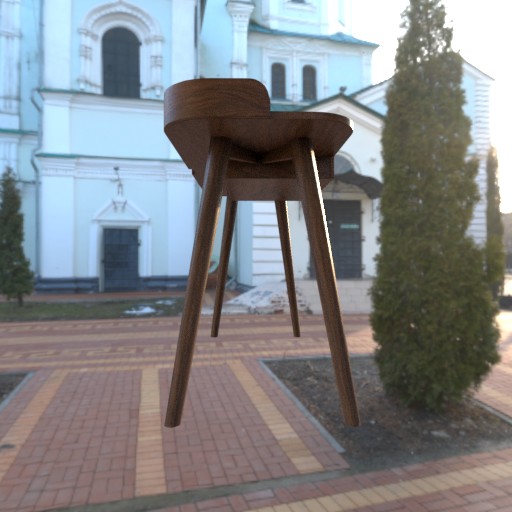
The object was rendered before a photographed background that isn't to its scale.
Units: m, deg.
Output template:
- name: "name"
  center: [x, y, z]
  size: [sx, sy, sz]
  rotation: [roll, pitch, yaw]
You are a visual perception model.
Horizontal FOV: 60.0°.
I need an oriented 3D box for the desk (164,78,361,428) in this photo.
- name: "desk"
  center: [0.000, 0.000, 1.641]
  size: [0.486, 0.800, 1.256]
  rotation: [0, -1, -1]
